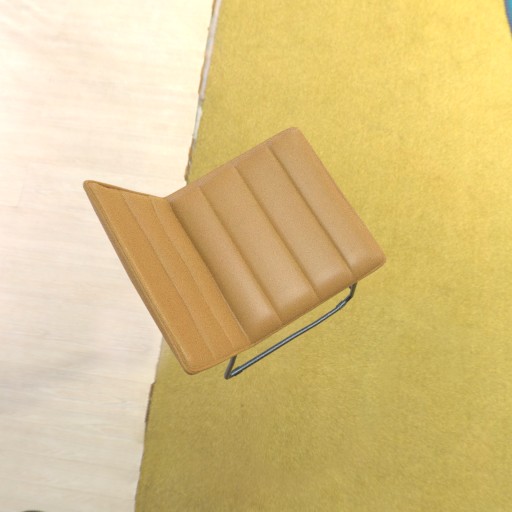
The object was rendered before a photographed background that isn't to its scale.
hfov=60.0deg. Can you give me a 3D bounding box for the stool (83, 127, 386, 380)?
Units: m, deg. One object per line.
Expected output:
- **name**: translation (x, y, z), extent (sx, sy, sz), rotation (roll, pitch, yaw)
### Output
- **stool**: translation (0.000, 0.000, 1.177), extent (0.524, 0.866, 0.489), rotation (-31, 79, -6)
